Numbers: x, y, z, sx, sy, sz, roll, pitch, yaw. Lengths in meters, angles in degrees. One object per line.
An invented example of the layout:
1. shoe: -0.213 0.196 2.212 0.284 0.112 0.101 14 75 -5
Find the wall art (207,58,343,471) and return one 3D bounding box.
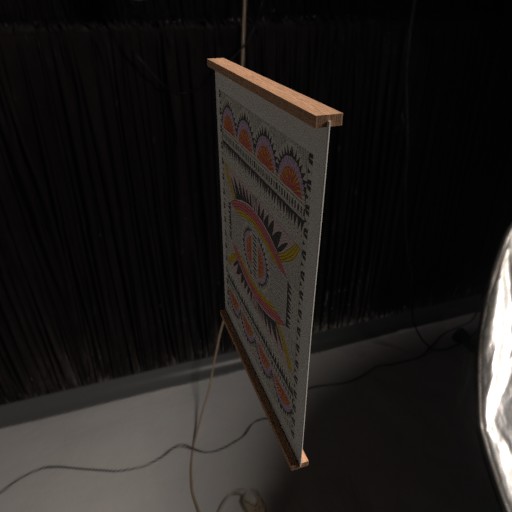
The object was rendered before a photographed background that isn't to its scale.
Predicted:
1. wall art: 0.000 0.000 0.700 0.028 0.527 0.403 -10 33 -17
